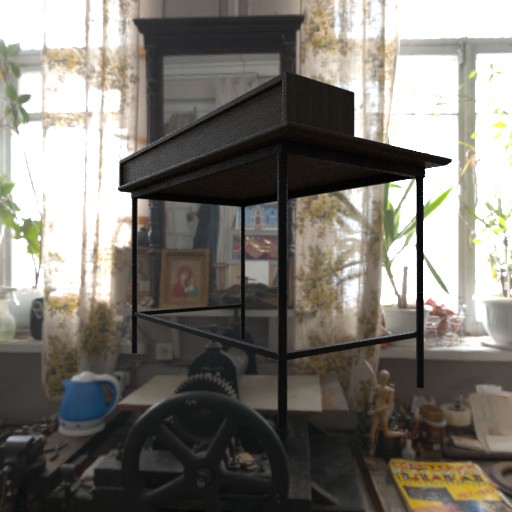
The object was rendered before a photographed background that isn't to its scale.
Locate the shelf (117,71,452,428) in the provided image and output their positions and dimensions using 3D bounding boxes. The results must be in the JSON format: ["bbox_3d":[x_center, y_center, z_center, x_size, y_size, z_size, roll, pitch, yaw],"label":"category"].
[{"bbox_3d":[0.000,0.000,1.719,0.685,0.865,1.212,0,0,-35],"label":"shelf"}]
